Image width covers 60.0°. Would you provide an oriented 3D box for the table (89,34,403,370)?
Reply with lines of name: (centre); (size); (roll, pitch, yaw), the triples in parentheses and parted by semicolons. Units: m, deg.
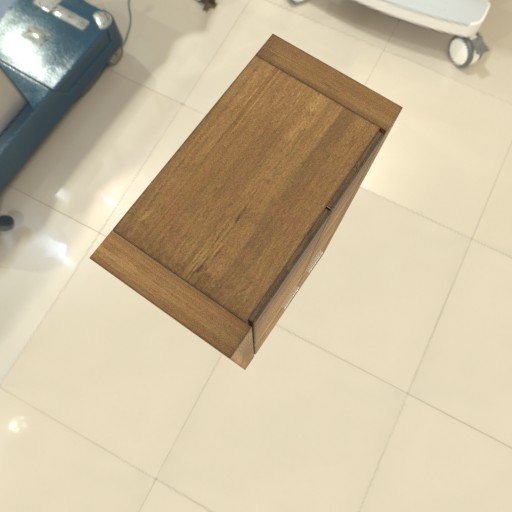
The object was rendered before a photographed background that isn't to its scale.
table: (0.000, 0.000, 2.522); (0.600, 2.000, 1.100); (34, 77, 9)
